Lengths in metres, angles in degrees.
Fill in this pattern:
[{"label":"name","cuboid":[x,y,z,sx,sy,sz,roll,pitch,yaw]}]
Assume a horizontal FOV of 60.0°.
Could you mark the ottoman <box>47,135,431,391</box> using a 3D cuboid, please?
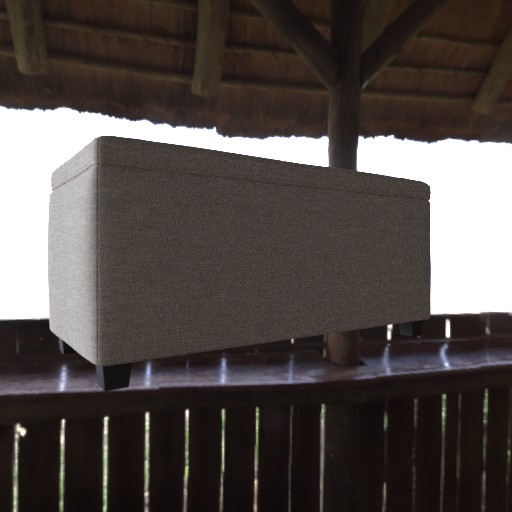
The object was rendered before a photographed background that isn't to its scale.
[{"label":"ottoman","cuboid":[0.000,0.000,1.103,0.902,0.432,0.419,0,1,-35]}]
